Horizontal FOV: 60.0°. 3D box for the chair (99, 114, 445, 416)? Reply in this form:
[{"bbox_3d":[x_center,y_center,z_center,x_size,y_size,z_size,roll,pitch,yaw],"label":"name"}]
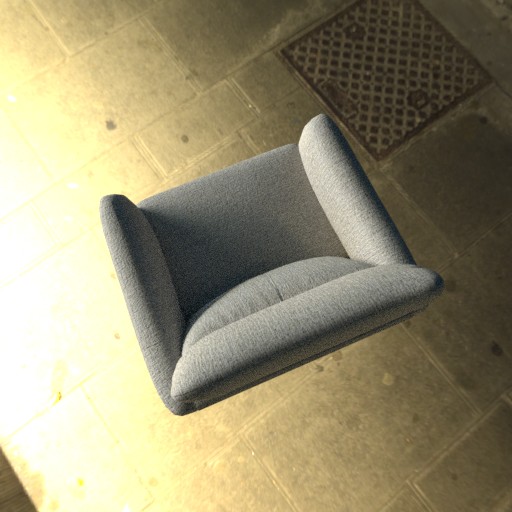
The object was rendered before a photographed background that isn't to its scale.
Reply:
[{"bbox_3d":[0.000,0.000,1.627,0.972,0.967,0.835,-22,77,-6],"label":"chair"}]
